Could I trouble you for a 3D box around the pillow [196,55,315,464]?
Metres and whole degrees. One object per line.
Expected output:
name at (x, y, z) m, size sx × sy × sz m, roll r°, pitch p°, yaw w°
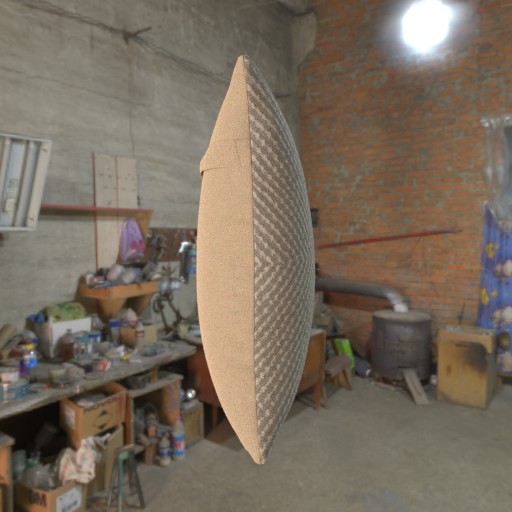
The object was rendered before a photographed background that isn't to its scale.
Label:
pillow at (0.000, 0.000, 0.713) m, size 0.181 × 0.458 × 0.459 m, roll 0°, pitch 2°, yaw 0°
